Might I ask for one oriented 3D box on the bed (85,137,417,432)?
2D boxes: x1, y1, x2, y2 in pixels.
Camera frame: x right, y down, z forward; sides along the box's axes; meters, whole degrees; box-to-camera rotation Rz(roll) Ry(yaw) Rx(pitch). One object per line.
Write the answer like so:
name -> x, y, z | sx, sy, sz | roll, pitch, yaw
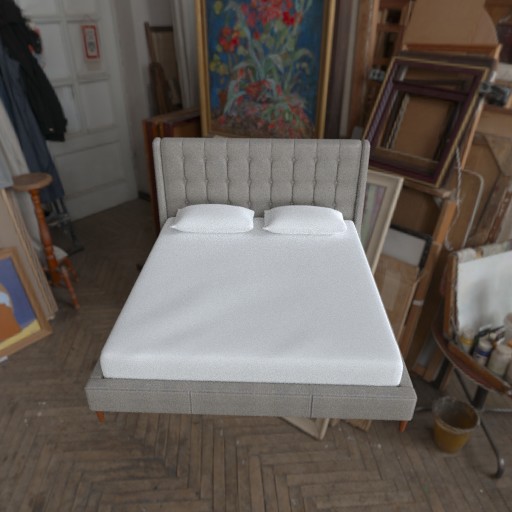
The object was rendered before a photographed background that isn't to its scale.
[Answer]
bed -> 0.000, 0.000, 3.579 | 2.062, 1.289, 2.342 | 1, 30, 2
